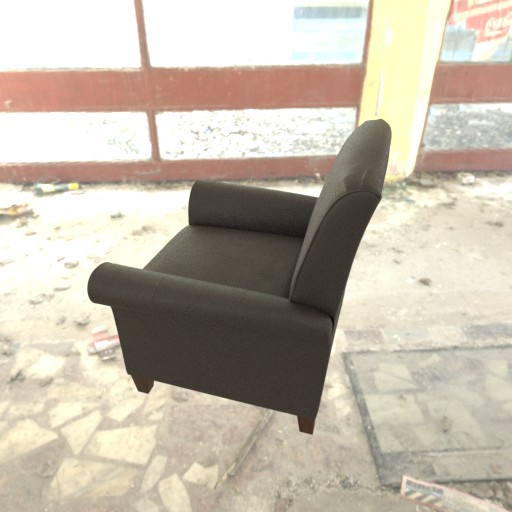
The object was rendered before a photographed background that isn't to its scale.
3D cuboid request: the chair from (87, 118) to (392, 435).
[{"bbox_3d":[0.000,0.000,1.783,0.902,1.061,0.978,9,32,14],"label":"chair"}]
